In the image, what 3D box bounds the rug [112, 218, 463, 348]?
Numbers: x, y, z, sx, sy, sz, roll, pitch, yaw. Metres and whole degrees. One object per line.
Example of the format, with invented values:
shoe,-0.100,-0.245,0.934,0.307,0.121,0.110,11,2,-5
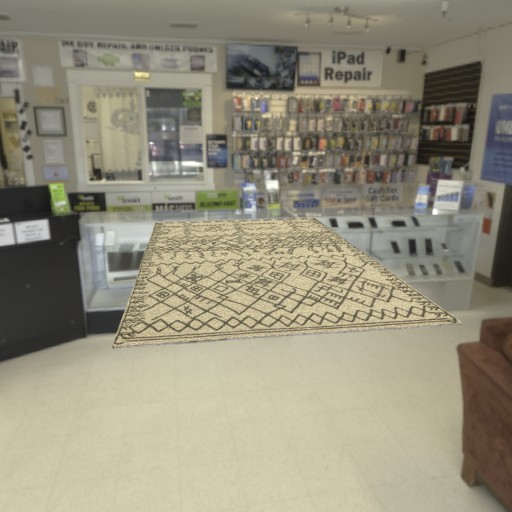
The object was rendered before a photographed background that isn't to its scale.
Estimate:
rug,0.000,0.000,3.045,1.530,0.012,2.444,-2,16,-8
